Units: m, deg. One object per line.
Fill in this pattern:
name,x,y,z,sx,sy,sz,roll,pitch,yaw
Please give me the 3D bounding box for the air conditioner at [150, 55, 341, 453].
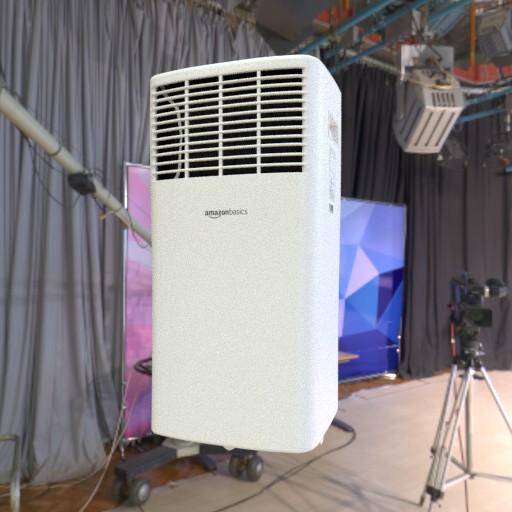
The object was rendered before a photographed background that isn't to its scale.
air conditioner,0.000,0.000,0.823,0.304,0.606,0.349,0,0,18
